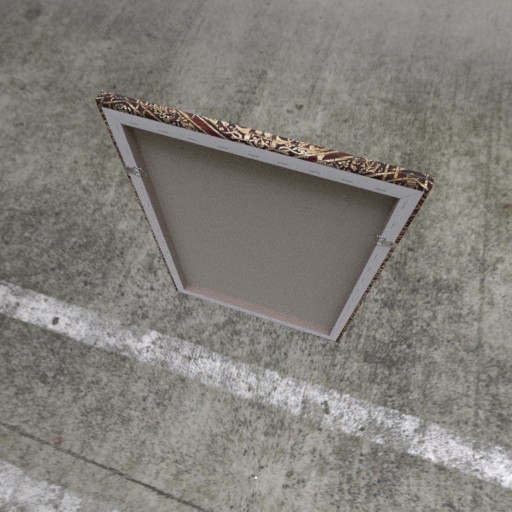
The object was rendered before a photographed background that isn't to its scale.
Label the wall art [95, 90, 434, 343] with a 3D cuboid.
[{"bbox_3d":[0.000,0.000,1.157,0.599,0.904,0.030,17,65,8],"label":"wall art"}]
